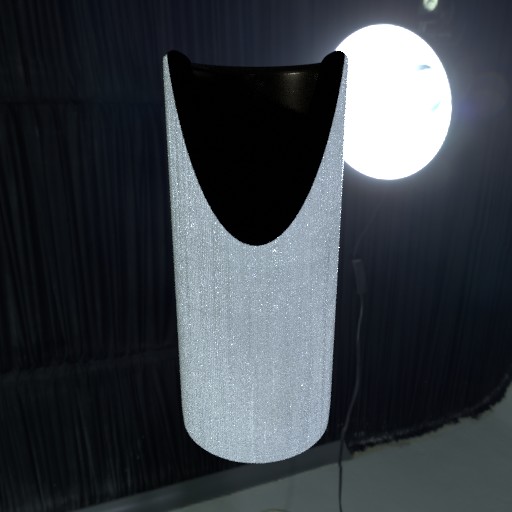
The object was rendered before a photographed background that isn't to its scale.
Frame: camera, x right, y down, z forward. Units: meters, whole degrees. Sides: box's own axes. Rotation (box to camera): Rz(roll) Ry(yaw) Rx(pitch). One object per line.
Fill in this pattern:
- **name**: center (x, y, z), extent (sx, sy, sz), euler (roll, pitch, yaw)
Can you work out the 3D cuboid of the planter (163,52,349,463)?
- **planter**: center (0.000, 0.000, 0.124), extent (0.045, 0.103, 0.045), euler (-7, 18, -23)
